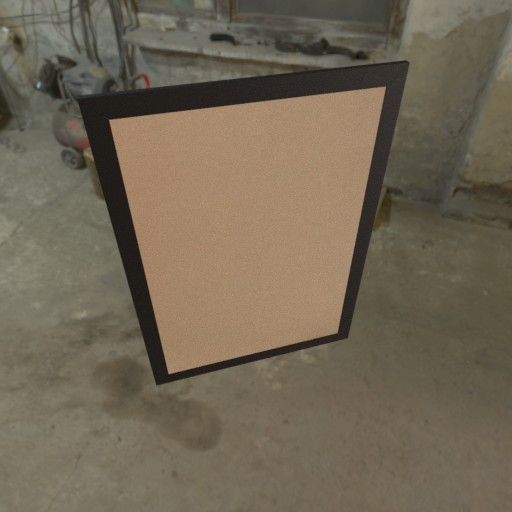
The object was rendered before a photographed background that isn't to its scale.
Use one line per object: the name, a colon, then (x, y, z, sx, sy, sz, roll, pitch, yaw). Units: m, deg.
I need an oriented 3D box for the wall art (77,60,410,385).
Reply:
wall art: (0.000, 0.000, 0.667, 0.379, 0.530, 0.008, -11, 43, -12)
